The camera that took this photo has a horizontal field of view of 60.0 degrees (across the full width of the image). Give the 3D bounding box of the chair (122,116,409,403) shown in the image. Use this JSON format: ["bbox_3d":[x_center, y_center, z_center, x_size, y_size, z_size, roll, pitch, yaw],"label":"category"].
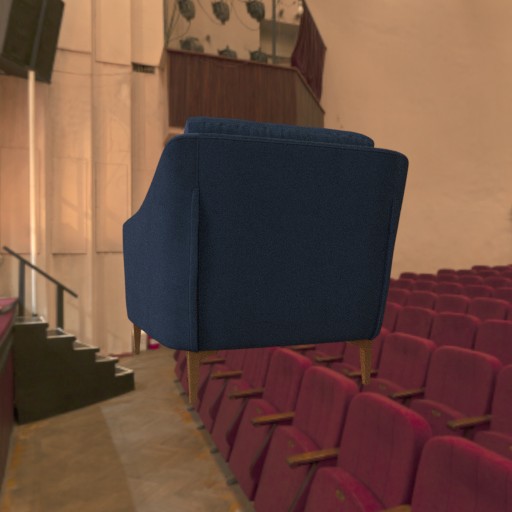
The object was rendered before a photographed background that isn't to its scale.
[{"bbox_3d":[0.000,0.000,1.753,0.987,0.899,0.961,0,0,-18],"label":"chair"}]
